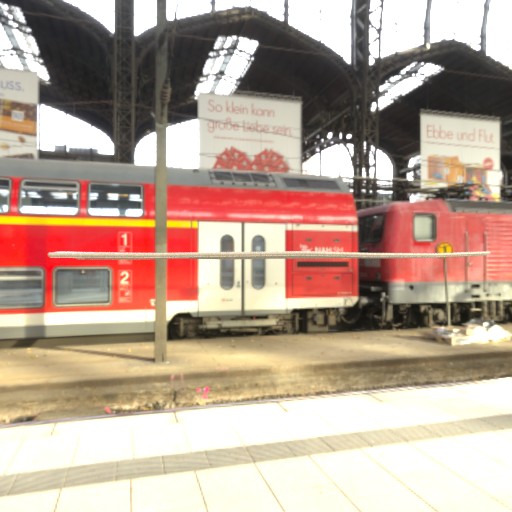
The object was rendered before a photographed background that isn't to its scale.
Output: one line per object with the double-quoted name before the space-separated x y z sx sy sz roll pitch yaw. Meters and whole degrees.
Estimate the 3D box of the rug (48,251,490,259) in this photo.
"rug" 0.000 0.000 2.317 1.829 0.034 1.252 0 -1 -18
